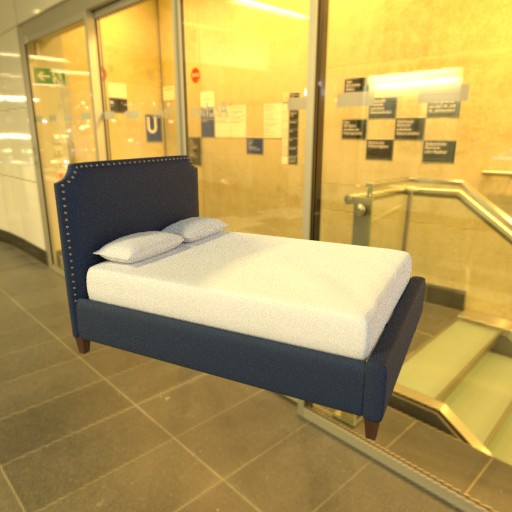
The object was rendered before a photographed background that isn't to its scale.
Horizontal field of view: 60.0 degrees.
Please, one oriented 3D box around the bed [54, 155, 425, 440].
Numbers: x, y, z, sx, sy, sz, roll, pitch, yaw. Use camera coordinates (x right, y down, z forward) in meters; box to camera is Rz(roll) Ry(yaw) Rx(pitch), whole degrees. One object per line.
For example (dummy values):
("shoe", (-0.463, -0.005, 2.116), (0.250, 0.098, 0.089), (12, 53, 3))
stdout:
("bed", (0.000, 0.000, 3.465), (2.372, 1.443, 1.712), (8, 17, 26))
